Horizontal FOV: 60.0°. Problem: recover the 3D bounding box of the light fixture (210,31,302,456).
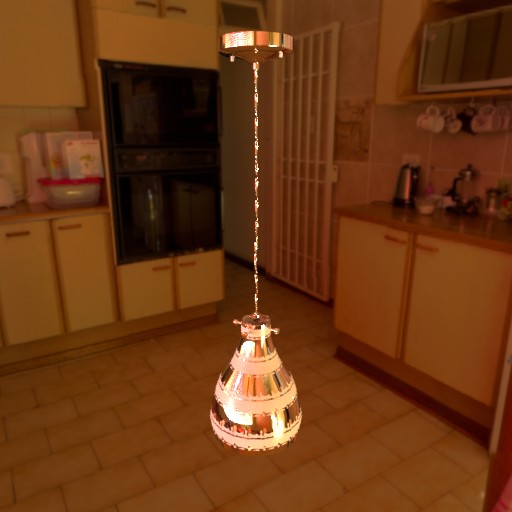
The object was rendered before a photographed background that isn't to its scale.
[{"bbox_3d":[0.000,0.000,1.634,0.374,1.457,0.374,8,17,26],"label":"light fixture"}]
